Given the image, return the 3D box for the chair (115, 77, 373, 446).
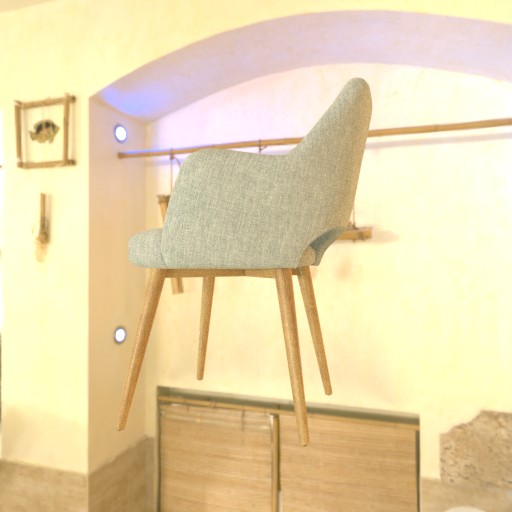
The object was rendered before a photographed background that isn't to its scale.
[{"bbox_3d":[0.000,0.000,1.205,0.610,0.840,0.590,0,0,17],"label":"chair"}]
